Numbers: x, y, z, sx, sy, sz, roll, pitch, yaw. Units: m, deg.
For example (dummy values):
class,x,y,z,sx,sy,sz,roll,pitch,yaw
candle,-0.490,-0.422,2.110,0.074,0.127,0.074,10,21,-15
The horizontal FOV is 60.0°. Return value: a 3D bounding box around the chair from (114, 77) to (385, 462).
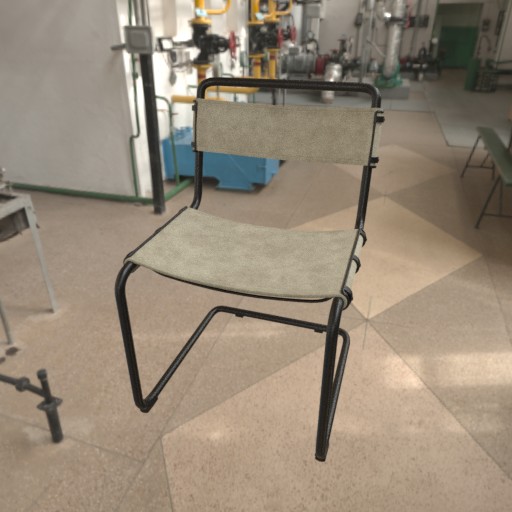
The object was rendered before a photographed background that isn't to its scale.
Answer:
class,x,y,z,sx,sy,sz,roll,pitch,yaw
chair,0.000,0.000,1.071,0.499,0.747,0.497,9,29,16
